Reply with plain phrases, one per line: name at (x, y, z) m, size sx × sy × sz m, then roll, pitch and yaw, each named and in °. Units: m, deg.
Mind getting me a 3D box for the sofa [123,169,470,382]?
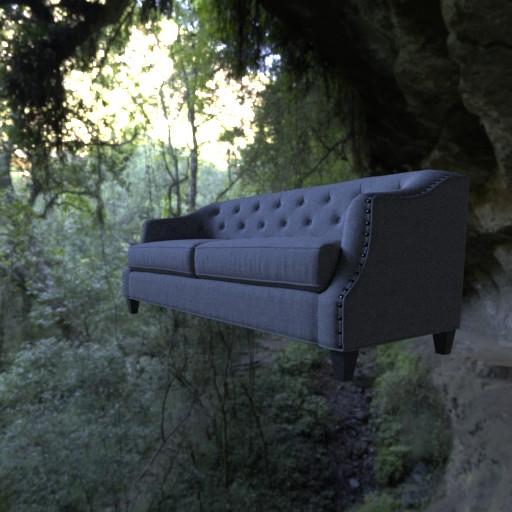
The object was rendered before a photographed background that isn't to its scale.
sofa at (0.000, 0.000, 2.750) m, size 0.914 × 0.901 × 2.235 m, roll -1°, pitch 1°, yaw -37°
